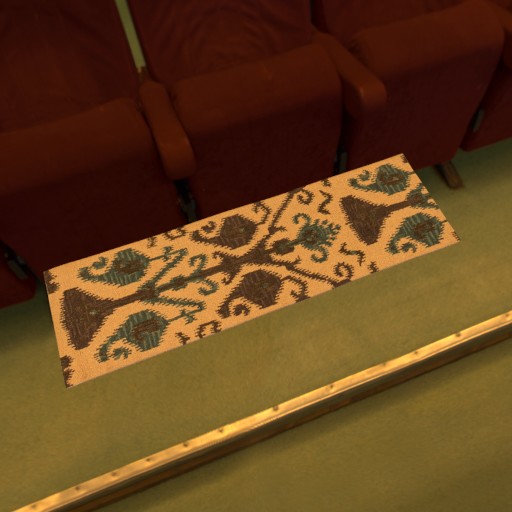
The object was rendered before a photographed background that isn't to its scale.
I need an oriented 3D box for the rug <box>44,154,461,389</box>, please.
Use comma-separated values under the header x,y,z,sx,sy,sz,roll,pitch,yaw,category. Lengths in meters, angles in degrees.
x,y,z,sx,sy,sz,roll,pitch,yaw,category
0.000,0.000,2.533,2.301,0.017,0.692,-19,65,-9,rug
